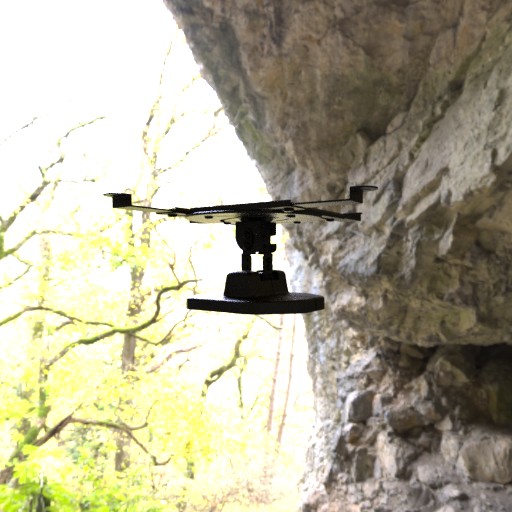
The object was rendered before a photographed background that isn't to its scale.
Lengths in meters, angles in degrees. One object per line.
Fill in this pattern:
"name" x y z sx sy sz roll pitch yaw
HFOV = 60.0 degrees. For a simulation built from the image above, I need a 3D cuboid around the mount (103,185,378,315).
"mount" 0.000 0.000 0.619 0.394 0.141 0.394 0 0 34
